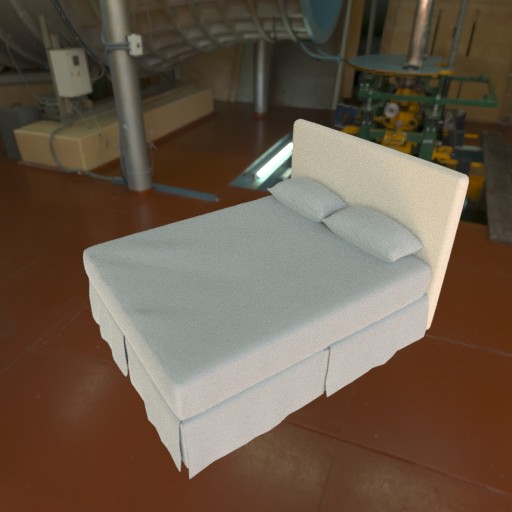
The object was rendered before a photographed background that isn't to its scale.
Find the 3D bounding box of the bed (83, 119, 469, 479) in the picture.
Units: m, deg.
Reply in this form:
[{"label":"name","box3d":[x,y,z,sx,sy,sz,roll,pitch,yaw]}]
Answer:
[{"label":"bed","box3d":[0.000,0.000,3.195,2.142,1.330,1.748,-19,36,-29]}]
